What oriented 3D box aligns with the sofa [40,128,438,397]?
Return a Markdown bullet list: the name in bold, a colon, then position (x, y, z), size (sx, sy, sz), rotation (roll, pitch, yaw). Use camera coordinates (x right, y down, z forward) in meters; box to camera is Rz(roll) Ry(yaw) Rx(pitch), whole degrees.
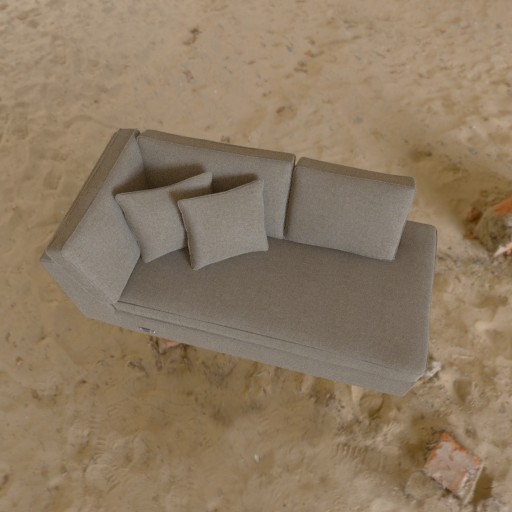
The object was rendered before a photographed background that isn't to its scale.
- **sofa**: position (0.000, 0.000, 2.824), size (2.238, 1.019, 1.110), rotation (12, 59, 7)
